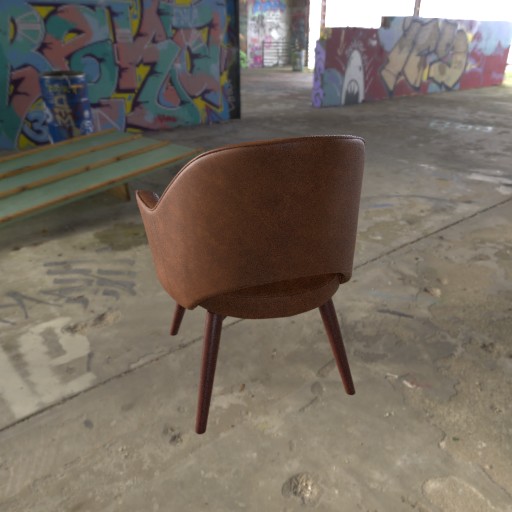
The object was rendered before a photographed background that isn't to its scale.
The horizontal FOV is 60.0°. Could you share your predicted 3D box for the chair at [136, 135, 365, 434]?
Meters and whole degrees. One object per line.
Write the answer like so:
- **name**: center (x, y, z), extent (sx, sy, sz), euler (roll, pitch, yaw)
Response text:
- **chair**: center (0.000, 0.000, 1.239), extent (0.591, 0.777, 0.640), euler (-8, 28, -16)
